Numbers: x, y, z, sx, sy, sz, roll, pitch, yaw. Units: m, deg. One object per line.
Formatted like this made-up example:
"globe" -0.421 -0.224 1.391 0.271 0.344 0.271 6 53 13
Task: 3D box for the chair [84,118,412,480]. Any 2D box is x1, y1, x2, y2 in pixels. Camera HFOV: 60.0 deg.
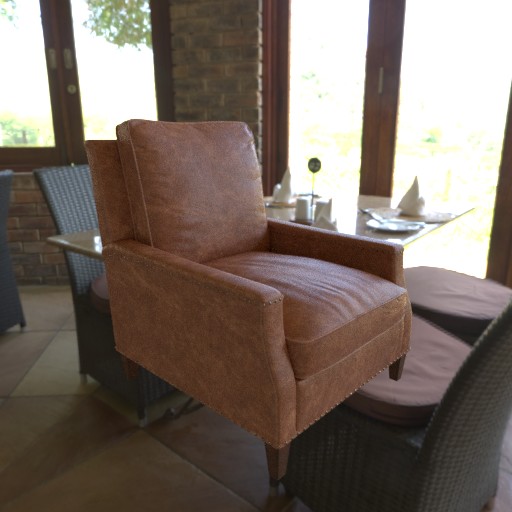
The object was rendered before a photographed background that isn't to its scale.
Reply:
"chair" 0.000 0.000 1.768 1.035 1.054 0.854 14 20 42
